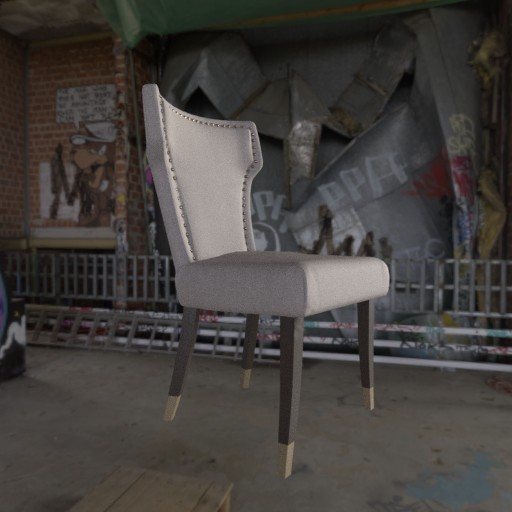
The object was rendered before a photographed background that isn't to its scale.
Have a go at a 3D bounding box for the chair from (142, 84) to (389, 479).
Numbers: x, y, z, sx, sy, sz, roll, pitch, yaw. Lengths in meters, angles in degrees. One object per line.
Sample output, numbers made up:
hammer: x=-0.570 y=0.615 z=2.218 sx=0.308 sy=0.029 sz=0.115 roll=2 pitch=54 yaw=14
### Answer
chair: x=0.000 y=0.000 z=1.309 sx=0.630 sy=0.950 sz=0.526 roll=1 pitch=2 yaw=36
